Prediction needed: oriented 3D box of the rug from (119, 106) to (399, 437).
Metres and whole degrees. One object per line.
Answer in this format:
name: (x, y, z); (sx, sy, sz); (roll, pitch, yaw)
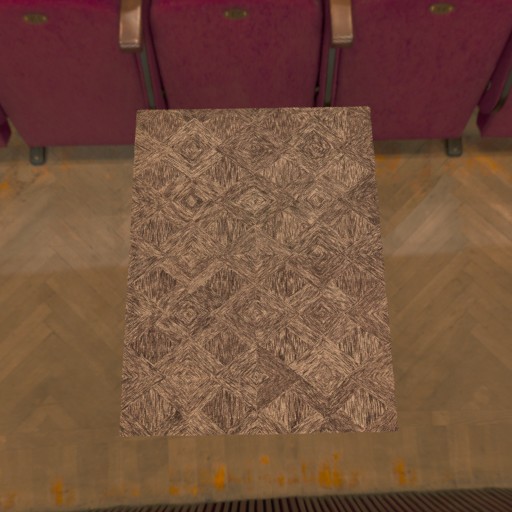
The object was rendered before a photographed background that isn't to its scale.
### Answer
rug: (0.000, 0.000, 4.251); (2.448, 0.017, 3.204); (-1, 76, 0)
